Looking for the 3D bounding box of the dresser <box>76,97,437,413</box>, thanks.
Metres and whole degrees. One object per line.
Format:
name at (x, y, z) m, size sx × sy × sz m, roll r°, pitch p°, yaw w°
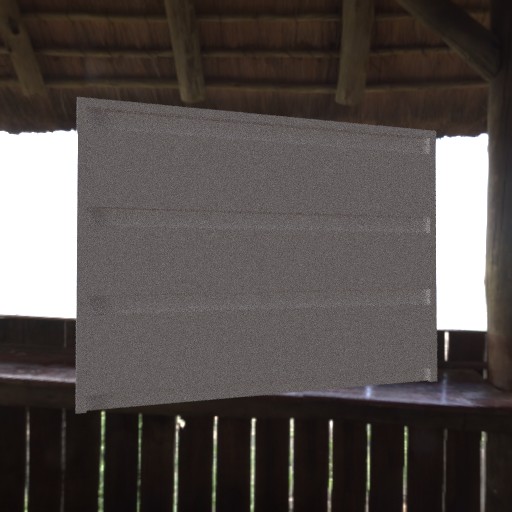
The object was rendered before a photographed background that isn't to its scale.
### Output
dresser at (0.000, 0.000, 1.520) m, size 1.100 × 0.820 × 0.460 m, roll 0°, pitch -1°, yaw -16°
